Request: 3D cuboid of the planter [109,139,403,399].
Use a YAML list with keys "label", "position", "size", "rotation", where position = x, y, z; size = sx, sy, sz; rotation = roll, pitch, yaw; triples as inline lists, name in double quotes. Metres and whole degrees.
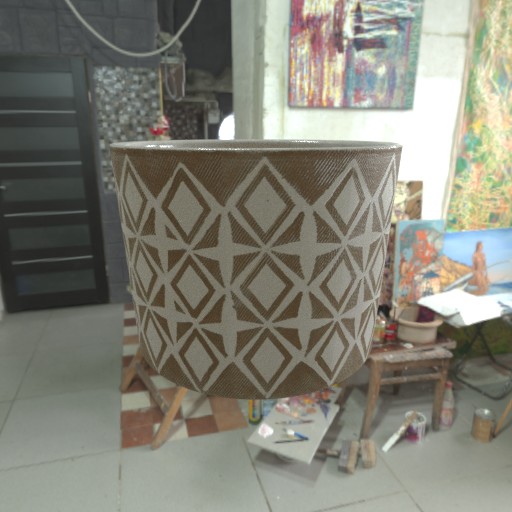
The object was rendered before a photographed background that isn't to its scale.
- label: "planter"
  position: [0.000, 0.000, 0.442]
  size: [0.260, 0.220, 0.260]
  rotation: [0, 16, 0]
